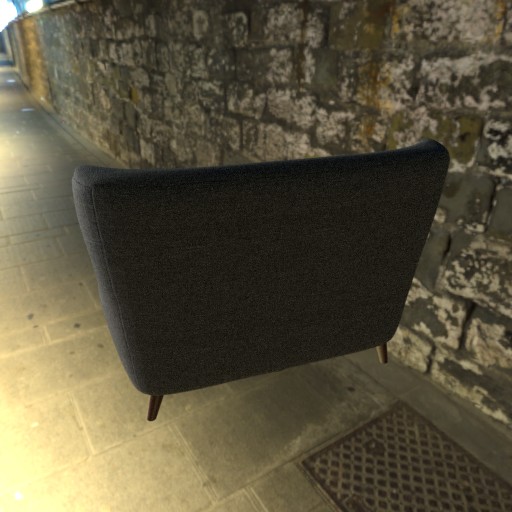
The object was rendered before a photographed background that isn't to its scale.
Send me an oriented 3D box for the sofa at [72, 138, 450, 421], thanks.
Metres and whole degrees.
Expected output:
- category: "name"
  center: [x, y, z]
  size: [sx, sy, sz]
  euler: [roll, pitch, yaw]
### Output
- category: "sofa"
  center: [0.000, 0.000, 1.960]
  size: [1.358, 1.028, 0.874]
  euler: [-9, 27, -17]
